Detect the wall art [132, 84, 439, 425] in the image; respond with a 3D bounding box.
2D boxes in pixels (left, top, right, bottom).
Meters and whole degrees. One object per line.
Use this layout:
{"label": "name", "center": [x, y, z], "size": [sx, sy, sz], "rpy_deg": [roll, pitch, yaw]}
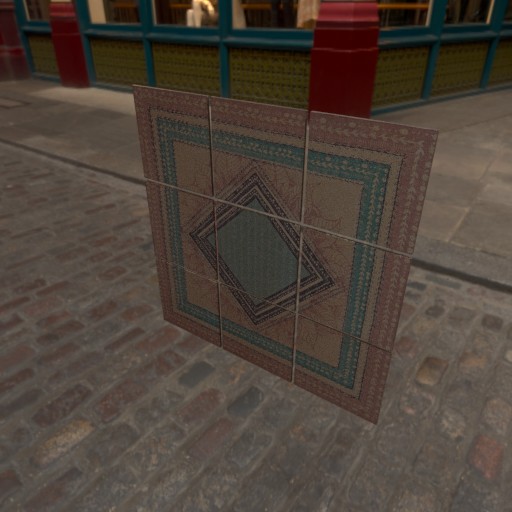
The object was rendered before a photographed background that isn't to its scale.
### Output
{"label": "wall art", "center": [0.000, 0.000, 2.288], "size": [1.527, 1.525, 0.014], "rpy_deg": [19, 36, 29]}
